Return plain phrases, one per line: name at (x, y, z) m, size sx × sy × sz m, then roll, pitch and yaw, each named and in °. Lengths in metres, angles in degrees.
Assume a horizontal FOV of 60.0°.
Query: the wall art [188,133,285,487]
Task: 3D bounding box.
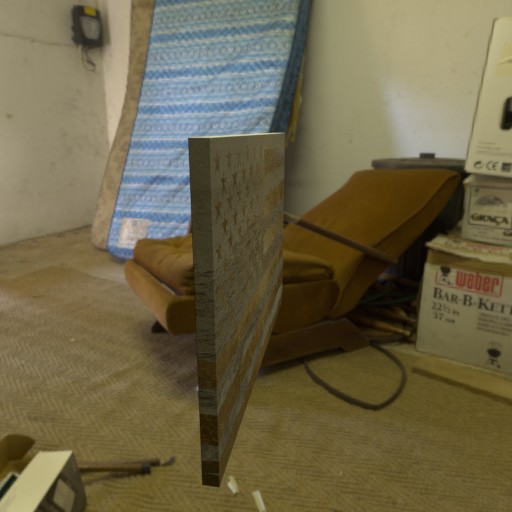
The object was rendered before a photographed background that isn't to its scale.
wall art at (0.000, 0.000, 1.438) m, size 0.041 × 0.762 × 1.145 m, roll 3°, pitch 16°, yaw 10°
